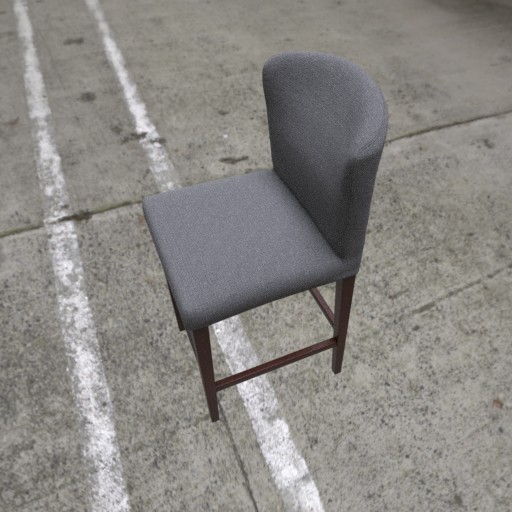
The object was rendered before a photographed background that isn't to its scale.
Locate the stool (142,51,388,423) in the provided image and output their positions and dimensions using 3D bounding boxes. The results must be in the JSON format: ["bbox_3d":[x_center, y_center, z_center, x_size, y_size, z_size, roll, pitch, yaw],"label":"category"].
[{"bbox_3d":[0.000,0.000,1.363,0.568,1.069,0.486,-17,49,-15],"label":"stool"}]
